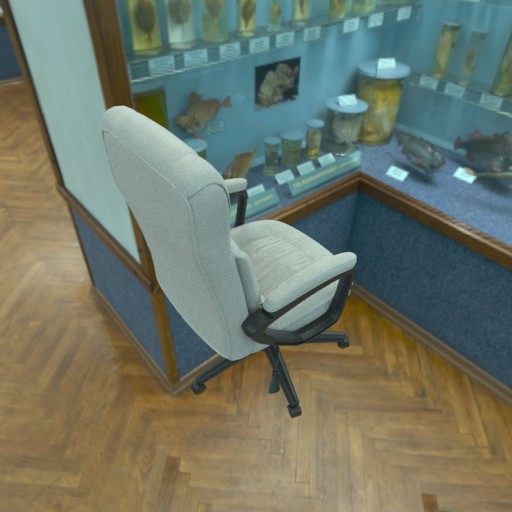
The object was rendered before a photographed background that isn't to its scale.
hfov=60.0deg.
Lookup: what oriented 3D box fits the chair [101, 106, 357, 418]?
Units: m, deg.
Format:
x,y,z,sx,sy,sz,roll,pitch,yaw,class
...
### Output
x,y,z,sx,sy,sz,roll,pitch,yaw,class
0.000,0.000,1.539,0.724,1.105,0.667,-26,47,-28,chair
